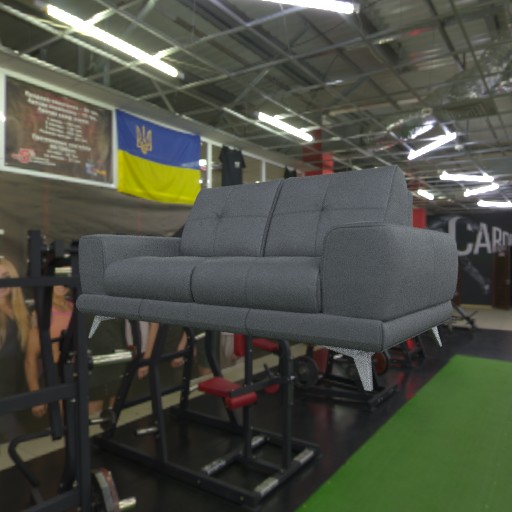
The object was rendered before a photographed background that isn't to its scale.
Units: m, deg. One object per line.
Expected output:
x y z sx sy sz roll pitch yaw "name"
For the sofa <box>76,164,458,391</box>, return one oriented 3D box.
0.000 0.000 2.339 1.806 0.907 1.018 0 0 36 "sofa"
